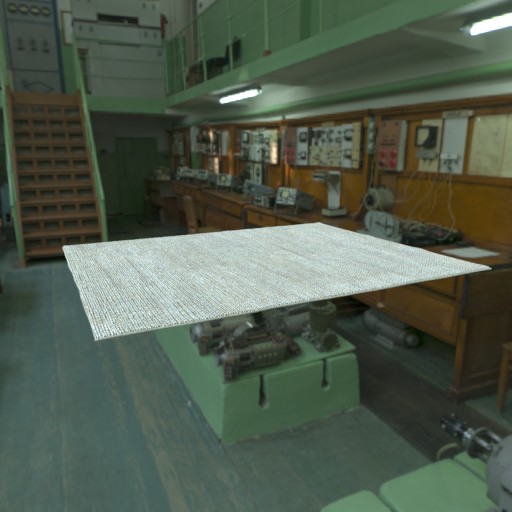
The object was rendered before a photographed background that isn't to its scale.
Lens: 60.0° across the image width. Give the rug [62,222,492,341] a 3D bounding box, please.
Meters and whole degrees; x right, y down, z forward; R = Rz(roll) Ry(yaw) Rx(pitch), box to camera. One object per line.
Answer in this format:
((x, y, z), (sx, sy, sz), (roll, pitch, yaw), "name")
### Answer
((0.000, 0.000, 3.967), (3.052, 0.030, 2.429), (-7, 15, -26), "rug")
